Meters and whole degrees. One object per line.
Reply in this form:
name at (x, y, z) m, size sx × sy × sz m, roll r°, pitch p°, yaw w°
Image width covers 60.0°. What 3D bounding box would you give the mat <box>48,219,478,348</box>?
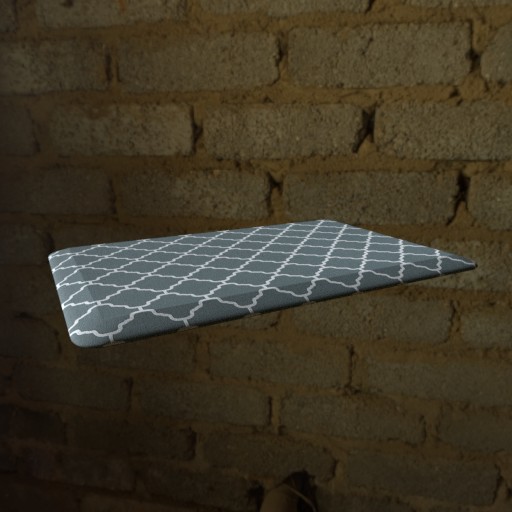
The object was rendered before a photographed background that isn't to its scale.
mat at (0.000, 0.000, 0.919) m, size 0.762 × 0.021 × 0.508 m, roll -8°, pitch 18°, yaw -27°
